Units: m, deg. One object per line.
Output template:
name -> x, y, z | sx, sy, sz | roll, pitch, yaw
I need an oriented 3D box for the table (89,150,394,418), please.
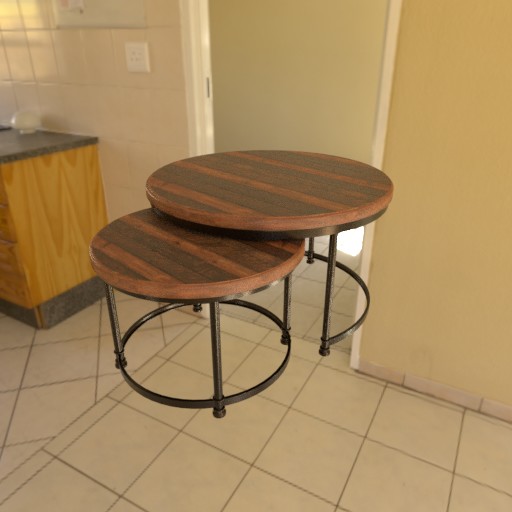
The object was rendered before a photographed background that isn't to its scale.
table -> 0.000, 0.000, 1.588 | 0.870, 0.516, 1.152 | 8, 27, 17
